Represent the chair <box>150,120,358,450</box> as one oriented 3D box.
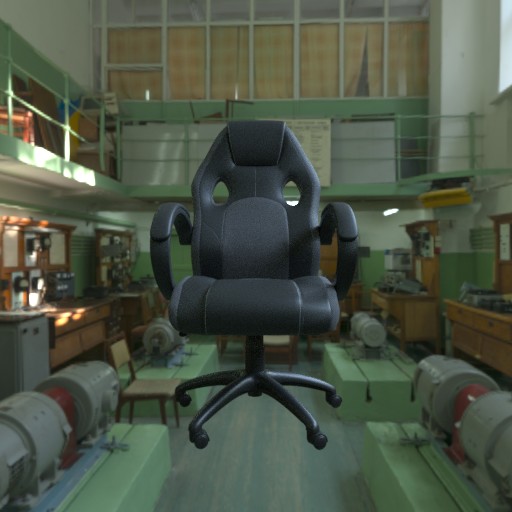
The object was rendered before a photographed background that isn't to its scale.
[{"bbox_3d":[0.000,0.000,1.651,0.673,1.187,0.724,0,1,1],"label":"chair"}]
